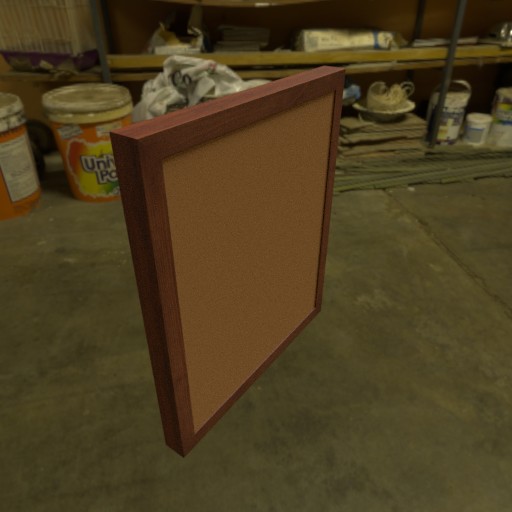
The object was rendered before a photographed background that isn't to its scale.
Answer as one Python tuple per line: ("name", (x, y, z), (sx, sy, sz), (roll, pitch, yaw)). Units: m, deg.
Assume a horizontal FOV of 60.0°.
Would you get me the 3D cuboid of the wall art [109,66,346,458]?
("wall art", (0.000, 0.000, 0.537), (0.030, 0.381, 0.330), (21, 39, 30))
